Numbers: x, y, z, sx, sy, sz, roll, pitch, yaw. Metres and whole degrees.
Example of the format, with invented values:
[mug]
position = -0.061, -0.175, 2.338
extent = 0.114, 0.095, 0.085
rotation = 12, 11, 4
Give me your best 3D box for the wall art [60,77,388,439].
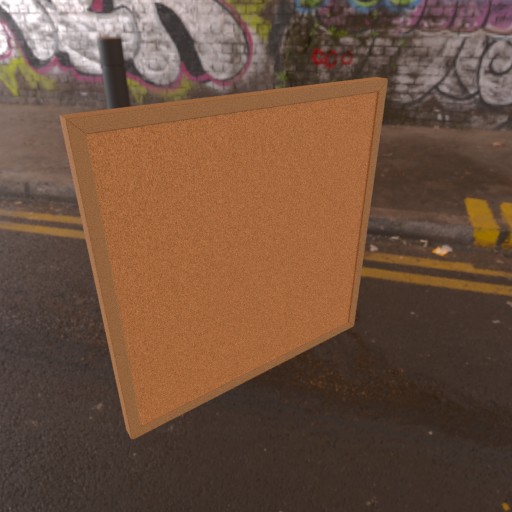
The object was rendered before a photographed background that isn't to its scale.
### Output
[wall art]
position = 0.000, 0.000, 1.090
extent = 0.761, 0.761, 0.037
rotation = -19, 35, -30
